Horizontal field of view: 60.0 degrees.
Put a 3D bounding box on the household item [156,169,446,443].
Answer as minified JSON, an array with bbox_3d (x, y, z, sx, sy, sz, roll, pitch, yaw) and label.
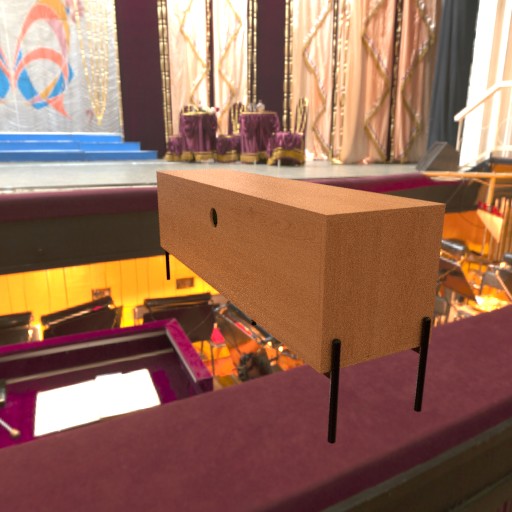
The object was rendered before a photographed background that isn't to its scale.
[{"bbox_3d":[0.000,0.000,1.815,0.400,0.600,1.550,-7,17,-26],"label":"household item"}]
